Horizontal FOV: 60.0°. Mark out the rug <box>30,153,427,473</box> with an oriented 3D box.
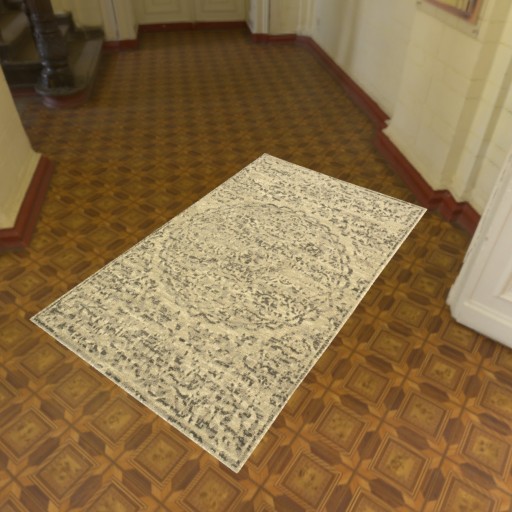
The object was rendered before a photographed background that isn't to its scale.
[{"bbox_3d":[0.000,0.000,3.018,1.527,0.021,2.447,25,47,26],"label":"rug"}]
